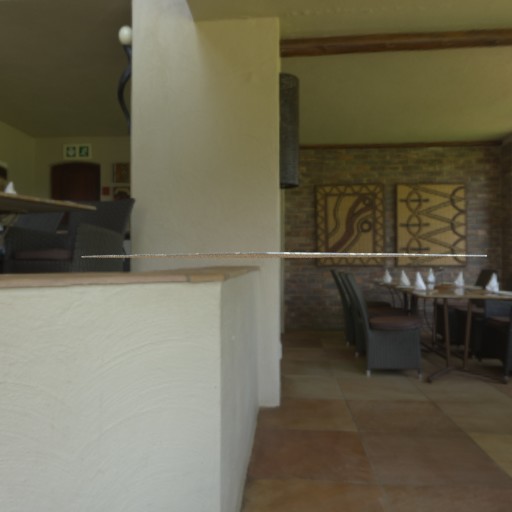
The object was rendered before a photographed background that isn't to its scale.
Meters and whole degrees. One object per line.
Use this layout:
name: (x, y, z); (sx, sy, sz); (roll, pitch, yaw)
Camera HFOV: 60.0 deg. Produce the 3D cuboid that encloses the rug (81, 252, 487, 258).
rug: (0.000, 0.000, 2.781); (1.522, 0.013, 2.133); (0, -1, -37)
